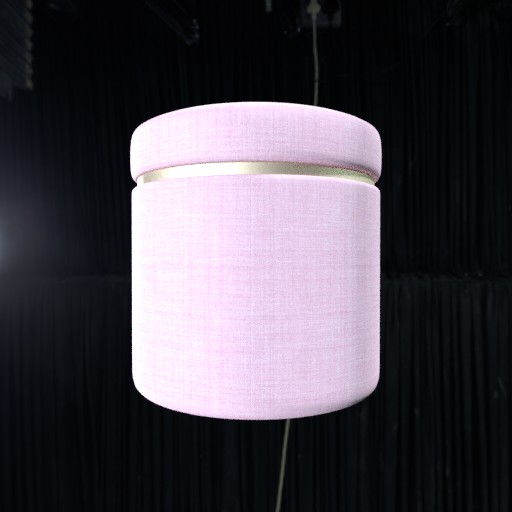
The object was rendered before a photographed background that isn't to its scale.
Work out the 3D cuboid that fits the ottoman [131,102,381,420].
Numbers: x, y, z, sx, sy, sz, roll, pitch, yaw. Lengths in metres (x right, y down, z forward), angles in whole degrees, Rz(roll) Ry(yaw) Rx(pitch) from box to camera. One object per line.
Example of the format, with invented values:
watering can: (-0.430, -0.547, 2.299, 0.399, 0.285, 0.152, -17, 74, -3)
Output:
ottoman: (0.000, 0.000, 0.736, 0.400, 0.406, 0.400, 0, 1, 0)
